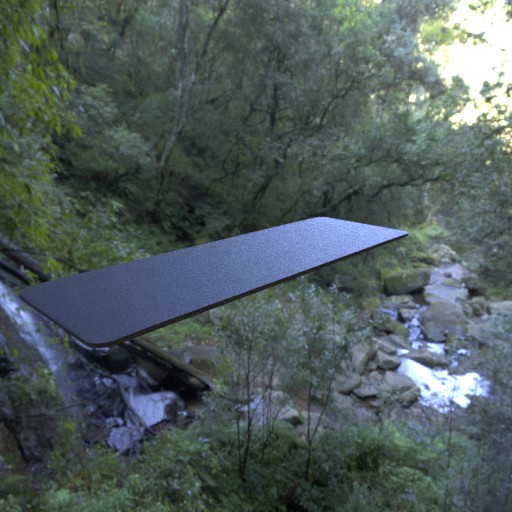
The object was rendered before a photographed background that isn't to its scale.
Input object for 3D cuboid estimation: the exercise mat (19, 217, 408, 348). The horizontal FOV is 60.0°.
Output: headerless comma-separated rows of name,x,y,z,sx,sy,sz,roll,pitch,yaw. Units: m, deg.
exercise mat,0.000,0.000,2.047,0.616,0.021,1.884,16,23,42
